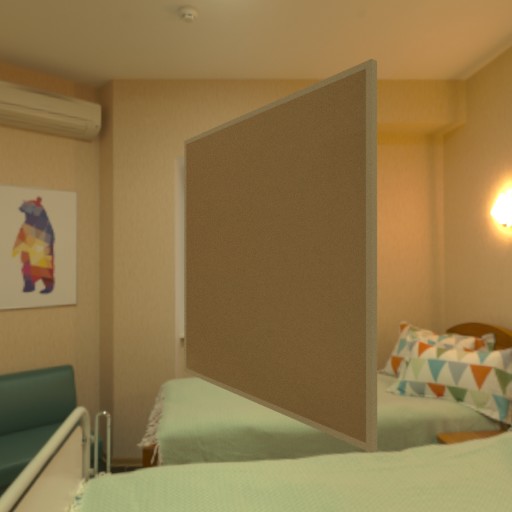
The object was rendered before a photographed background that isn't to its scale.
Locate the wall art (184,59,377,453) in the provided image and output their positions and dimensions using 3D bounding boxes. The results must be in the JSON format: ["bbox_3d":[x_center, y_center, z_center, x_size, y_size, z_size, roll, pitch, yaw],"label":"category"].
[{"bbox_3d":[0.000,0.000,0.852,0.012,0.557,0.557,0,0,-37],"label":"wall art"}]
